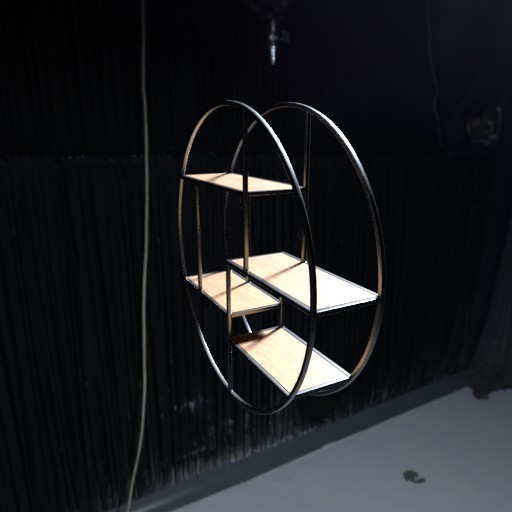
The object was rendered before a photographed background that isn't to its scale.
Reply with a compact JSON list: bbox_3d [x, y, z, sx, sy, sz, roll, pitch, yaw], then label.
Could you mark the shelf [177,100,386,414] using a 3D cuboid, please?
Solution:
[{"bbox_3d":[0.000,0.000,1.348,0.202,0.888,0.888,-8,18,-27],"label":"shelf"}]
